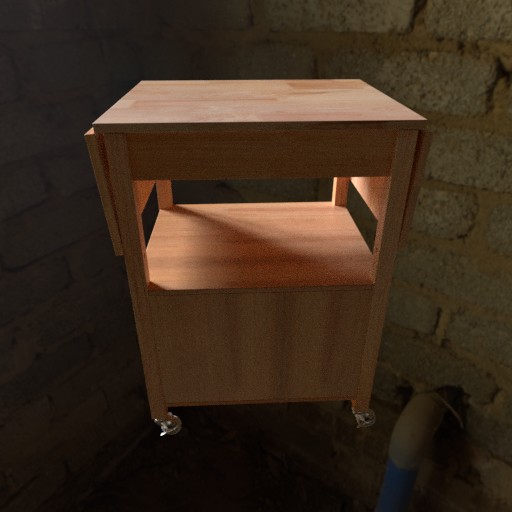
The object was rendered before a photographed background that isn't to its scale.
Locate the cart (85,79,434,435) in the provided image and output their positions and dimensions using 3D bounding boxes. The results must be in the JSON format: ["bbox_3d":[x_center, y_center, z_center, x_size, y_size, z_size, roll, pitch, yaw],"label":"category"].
[{"bbox_3d":[0.000,0.000,1.220,0.640,0.838,0.508,-1,30,-2],"label":"cart"}]
